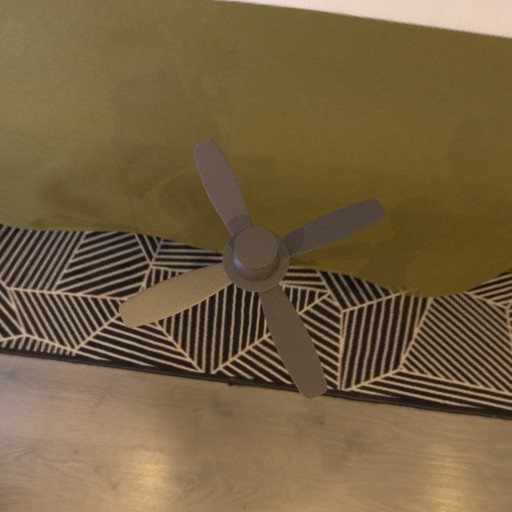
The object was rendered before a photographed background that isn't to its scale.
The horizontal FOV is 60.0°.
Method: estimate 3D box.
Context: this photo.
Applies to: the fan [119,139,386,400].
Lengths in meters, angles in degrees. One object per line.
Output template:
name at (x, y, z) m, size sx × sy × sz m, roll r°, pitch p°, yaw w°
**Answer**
fan at (0.000, 0.000, 2.545) m, size 1.694 × 0.382 × 1.694 m, roll -23°, pitch 77°, yaw -6°
